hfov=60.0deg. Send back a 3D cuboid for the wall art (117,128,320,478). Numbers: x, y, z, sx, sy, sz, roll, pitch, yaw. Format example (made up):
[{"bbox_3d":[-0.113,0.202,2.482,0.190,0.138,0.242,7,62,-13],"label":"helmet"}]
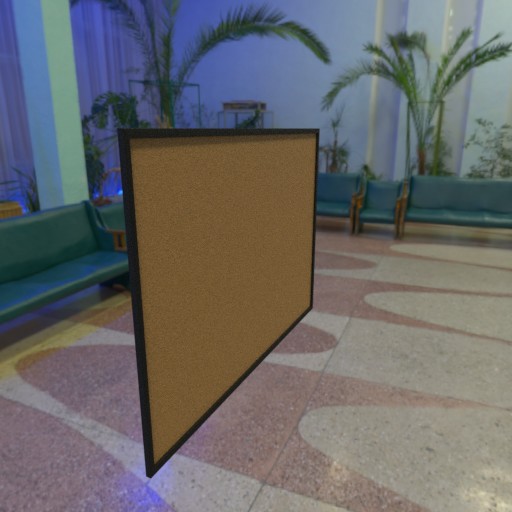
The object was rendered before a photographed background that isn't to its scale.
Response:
[{"bbox_3d":[0.000,0.000,1.201,0.013,0.665,0.963,8,18,25],"label":"wall art"}]
